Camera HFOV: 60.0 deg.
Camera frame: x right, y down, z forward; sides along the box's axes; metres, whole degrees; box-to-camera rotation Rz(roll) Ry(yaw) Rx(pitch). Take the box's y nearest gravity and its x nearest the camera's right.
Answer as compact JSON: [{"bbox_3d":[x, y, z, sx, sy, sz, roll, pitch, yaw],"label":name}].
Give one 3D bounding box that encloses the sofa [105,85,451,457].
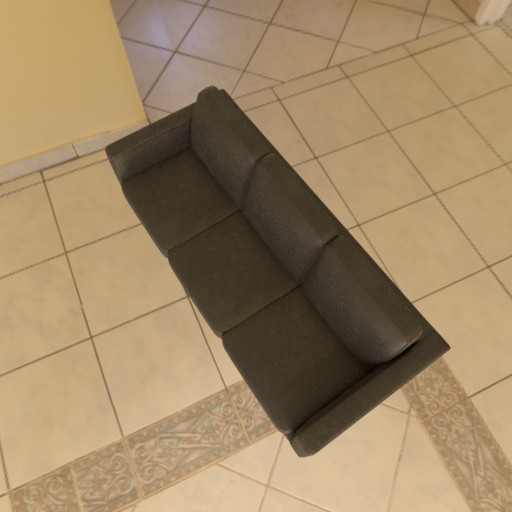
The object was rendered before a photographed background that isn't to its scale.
[{"bbox_3d":[0.000,0.000,2.563,0.879,0.899,2.029,-32,68,-14],"label":"sofa"}]
